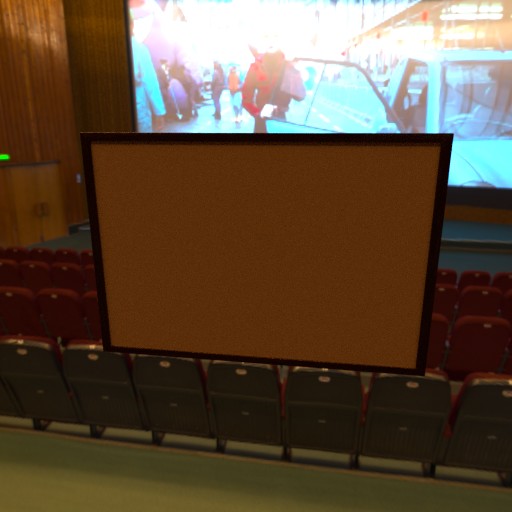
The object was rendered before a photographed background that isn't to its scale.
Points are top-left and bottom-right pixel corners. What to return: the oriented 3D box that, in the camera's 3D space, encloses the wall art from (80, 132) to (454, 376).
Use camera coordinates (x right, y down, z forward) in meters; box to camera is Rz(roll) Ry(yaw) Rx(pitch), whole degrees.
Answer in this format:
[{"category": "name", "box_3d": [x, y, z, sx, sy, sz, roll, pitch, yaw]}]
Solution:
[{"category": "wall art", "box_3d": [0.000, 0.000, 1.044, 0.816, 0.559, 0.014, 2, 16, 8]}]
